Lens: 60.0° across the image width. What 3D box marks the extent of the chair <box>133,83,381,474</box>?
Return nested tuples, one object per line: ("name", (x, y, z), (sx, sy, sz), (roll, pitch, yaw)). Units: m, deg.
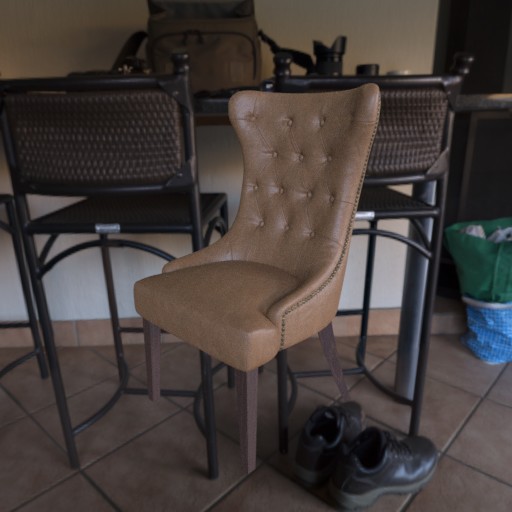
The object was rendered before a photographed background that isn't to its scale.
("chair", (0.000, 0.000, 1.467), (0.611, 1.065, 0.669), (16, 23, 42))
